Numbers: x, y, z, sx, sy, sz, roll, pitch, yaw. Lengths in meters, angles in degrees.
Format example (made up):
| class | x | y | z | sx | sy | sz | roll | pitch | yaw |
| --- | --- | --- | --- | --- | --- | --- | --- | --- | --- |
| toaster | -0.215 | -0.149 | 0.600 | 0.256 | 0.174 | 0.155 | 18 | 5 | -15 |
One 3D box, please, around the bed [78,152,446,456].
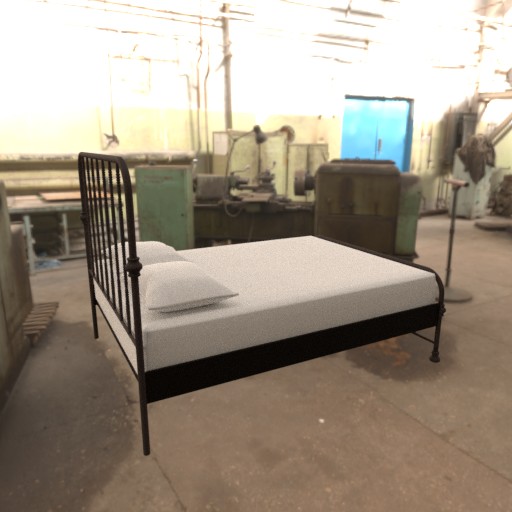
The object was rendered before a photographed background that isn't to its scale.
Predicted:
| class | x | y | z | sx | sy | sz | roll | pitch | yaw |
| --- | --- | --- | --- | --- | --- | --- | --- | --- | --- |
| bed | 0.000 | 0.000 | 3.164 | 2.134 | 1.446 | 1.616 | -7 | 16 | -27 |
